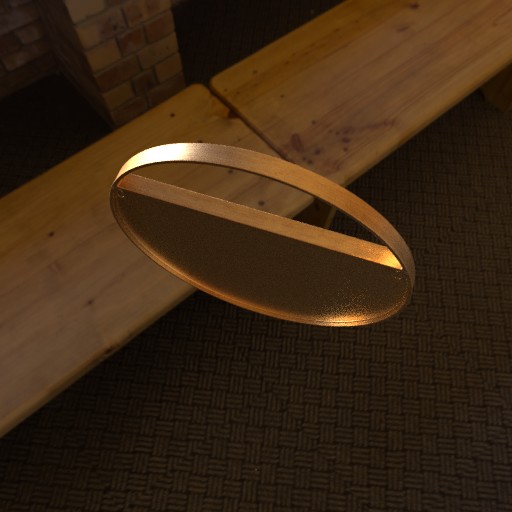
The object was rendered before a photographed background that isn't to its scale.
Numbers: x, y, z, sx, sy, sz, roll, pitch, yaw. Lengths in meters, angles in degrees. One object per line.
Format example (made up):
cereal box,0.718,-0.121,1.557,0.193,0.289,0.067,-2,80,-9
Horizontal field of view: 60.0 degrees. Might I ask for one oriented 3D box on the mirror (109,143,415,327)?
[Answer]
mirror,0.000,0.000,0.832,0.565,0.565,0.032,17,65,8
